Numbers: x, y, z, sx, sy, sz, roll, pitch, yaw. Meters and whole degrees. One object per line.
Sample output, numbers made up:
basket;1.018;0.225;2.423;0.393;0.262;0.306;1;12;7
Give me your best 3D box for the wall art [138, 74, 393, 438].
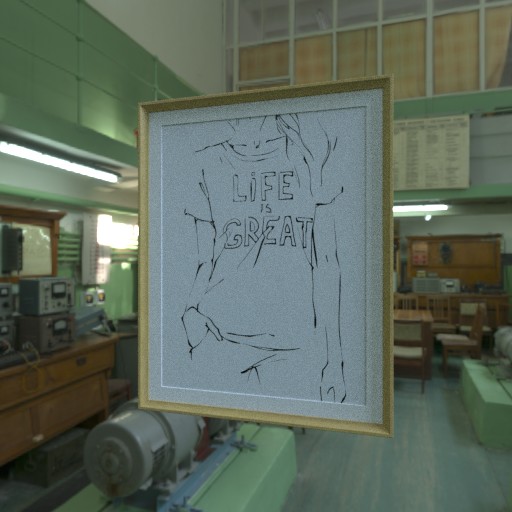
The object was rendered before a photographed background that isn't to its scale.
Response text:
wall art;0.000;0.000;1.349;0.798;1.002;0.030;0;0;17
